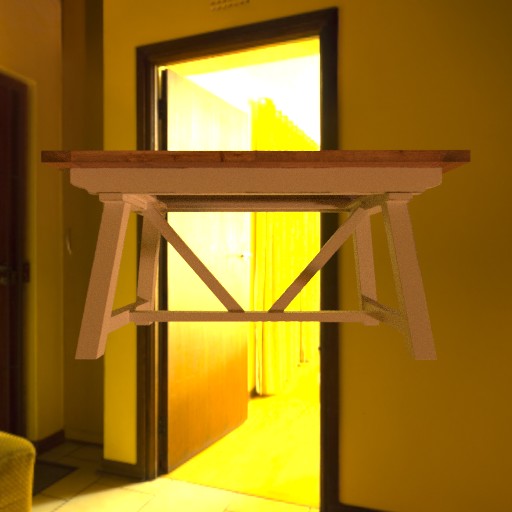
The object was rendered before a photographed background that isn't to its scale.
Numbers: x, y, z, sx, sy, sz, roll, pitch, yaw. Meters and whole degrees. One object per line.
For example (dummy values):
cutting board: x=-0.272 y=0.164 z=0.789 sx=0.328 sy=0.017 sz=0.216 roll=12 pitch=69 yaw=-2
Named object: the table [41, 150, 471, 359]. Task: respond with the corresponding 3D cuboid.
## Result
table: x=0.000 y=0.000 z=2.013 sx=1.503 sy=0.743 sz=0.922 roll=0 pitch=0 yaw=0
